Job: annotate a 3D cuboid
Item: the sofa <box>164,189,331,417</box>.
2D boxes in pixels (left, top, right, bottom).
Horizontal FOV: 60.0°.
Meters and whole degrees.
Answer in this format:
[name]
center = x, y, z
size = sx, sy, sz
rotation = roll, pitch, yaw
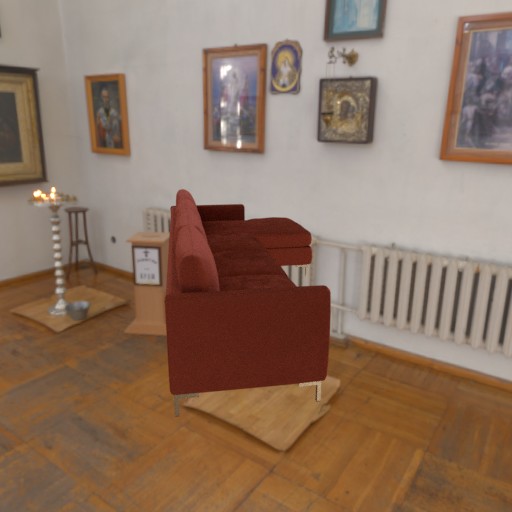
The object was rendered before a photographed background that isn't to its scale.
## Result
[sofa]
center = 0.000, 0.000, 3.520
size = 1.350, 0.810, 2.932
rotation = -3, 15, -10
